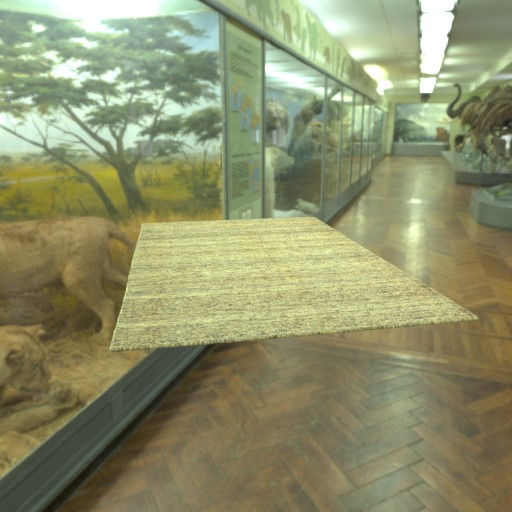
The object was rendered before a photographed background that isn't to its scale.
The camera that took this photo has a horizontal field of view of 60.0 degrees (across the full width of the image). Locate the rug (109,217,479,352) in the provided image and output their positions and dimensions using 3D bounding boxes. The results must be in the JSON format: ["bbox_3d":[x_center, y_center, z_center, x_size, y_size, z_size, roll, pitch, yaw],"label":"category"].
[{"bbox_3d":[0.000,0.000,2.289,1.243,0.014,1.846,-3,16,-10],"label":"rug"}]
